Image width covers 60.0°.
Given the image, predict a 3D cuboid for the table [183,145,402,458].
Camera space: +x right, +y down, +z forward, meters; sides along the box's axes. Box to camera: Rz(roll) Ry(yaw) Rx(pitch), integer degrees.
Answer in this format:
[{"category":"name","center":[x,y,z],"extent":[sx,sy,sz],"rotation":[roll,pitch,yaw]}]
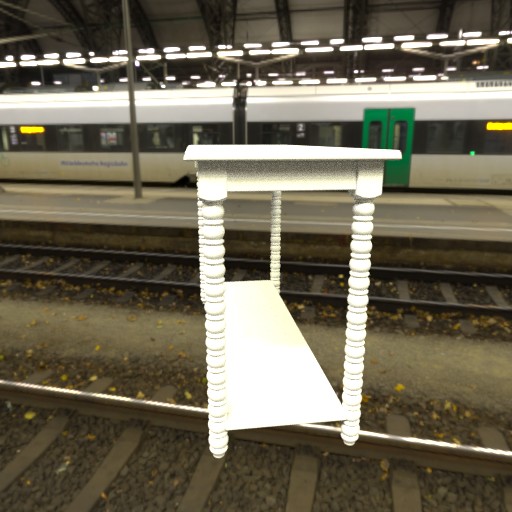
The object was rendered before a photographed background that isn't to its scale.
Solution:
[{"category":"table","center":[0.000,0.000,1.547],"extent":[0.459,0.740,1.184],"rotation":[-2,15,-8]}]
